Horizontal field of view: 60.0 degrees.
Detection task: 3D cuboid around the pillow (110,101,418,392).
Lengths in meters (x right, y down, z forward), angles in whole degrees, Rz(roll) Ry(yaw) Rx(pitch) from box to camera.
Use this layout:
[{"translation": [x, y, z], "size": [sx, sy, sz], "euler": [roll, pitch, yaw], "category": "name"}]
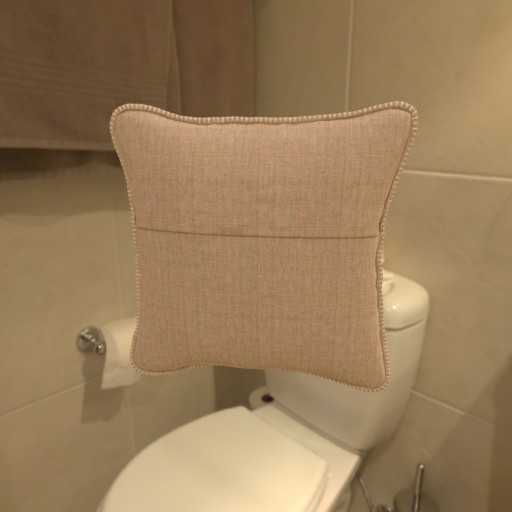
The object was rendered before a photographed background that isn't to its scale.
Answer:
[{"translation": [0.000, 0.000, 0.754], "size": [0.485, 0.494, 0.124], "euler": [2, 17, 8], "category": "pillow"}]
